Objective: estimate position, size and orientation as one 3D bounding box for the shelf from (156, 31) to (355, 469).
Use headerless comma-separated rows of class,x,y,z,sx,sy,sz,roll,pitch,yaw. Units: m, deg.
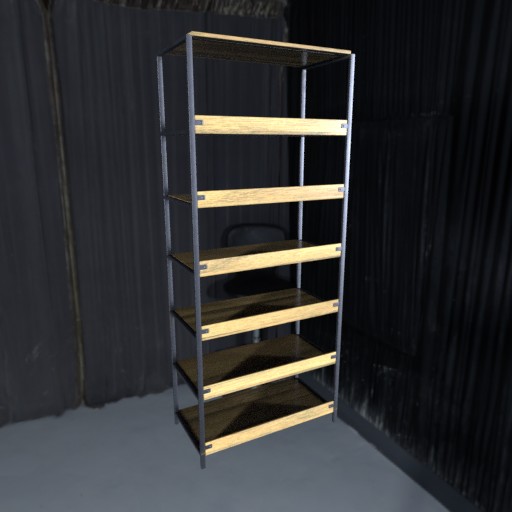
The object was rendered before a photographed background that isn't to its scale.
shelf,0.000,0.000,2.356,0.847,2.015,0.431,-7,16,-27
